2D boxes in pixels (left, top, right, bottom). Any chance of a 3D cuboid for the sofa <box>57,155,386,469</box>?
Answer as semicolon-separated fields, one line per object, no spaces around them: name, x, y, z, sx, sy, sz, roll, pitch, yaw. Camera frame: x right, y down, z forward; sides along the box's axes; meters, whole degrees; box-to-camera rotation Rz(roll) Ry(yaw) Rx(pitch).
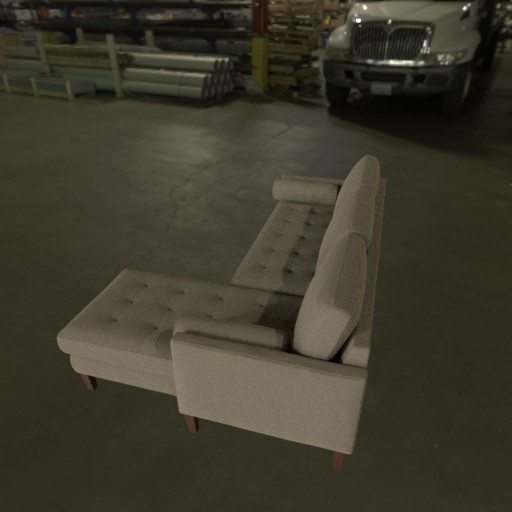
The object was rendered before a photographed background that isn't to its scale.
sofa;0.000;0.000;2.854;1.506;0.875;2.178;8;31;14
